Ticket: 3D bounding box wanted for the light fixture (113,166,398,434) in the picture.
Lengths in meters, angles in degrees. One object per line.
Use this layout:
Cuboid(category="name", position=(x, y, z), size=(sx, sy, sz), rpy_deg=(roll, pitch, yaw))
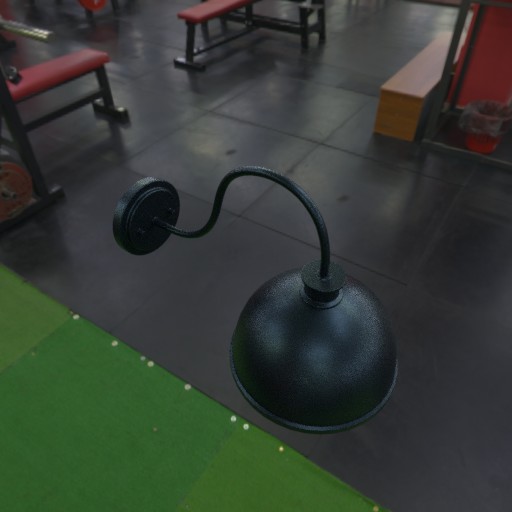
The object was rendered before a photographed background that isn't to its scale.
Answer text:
Cuboid(category="light fixture", position=(0.000, 0.000, 0.627), size=(0.467, 0.295, 0.253), rpy_deg=(27, 49, 26))
